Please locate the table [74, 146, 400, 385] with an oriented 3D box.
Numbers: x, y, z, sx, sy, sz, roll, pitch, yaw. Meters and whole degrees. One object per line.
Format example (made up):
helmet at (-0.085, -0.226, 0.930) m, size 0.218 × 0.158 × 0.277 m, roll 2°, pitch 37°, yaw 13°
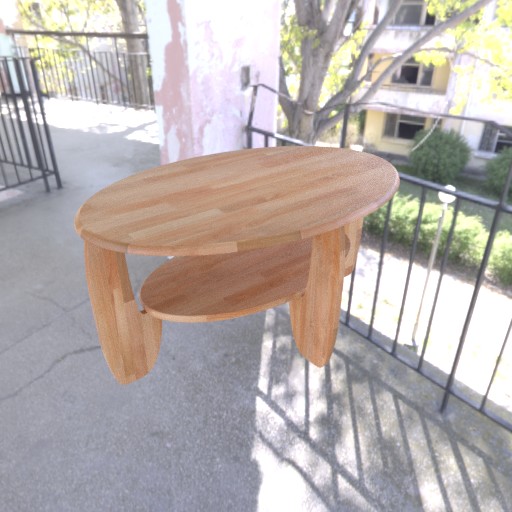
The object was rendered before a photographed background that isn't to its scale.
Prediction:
table at (0.000, 0.000, 1.401) m, size 1.040 × 0.490 × 0.690 m, roll -21°, pitch 35°, yaw -34°
